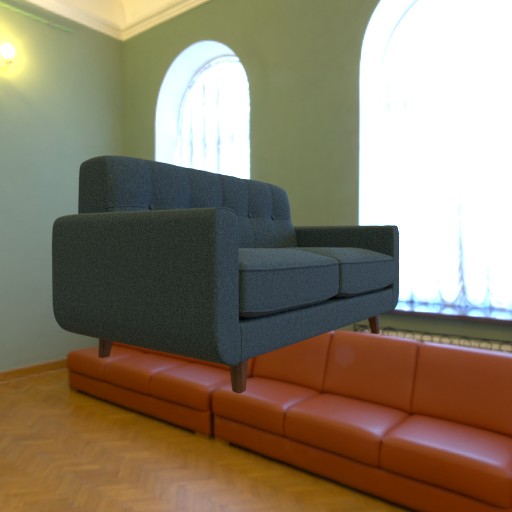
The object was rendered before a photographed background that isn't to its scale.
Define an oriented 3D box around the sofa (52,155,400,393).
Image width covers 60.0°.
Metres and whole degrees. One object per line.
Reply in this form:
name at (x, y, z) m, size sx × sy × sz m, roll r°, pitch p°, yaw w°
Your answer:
sofa at (0.000, 0.000, 2.246) m, size 0.942 × 0.896 × 1.651 m, roll 1°, pitch 2°, yaw 37°
